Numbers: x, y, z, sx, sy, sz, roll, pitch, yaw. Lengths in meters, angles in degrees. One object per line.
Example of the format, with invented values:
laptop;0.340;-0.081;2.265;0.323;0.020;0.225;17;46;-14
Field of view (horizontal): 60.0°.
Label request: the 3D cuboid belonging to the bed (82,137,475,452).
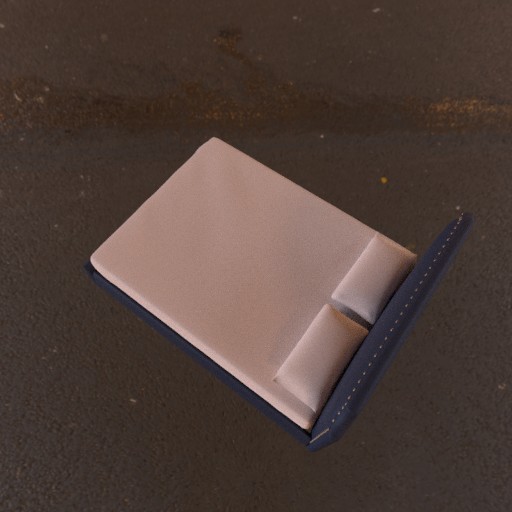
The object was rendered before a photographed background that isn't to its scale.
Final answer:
bed;0.000;0.000;3.422;2.372;1.443;1.712;33;68;16
